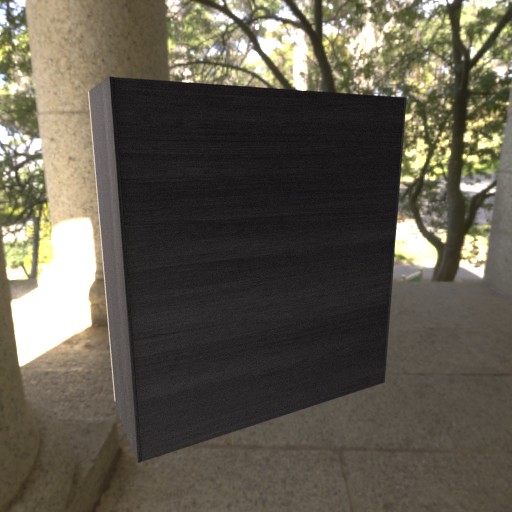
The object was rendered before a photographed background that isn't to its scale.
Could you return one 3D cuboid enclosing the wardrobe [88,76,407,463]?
[{"bbox_3d":[0.000,0.000,2.833,1.780,1.960,0.629,-7,16,-27],"label":"wardrobe"}]
